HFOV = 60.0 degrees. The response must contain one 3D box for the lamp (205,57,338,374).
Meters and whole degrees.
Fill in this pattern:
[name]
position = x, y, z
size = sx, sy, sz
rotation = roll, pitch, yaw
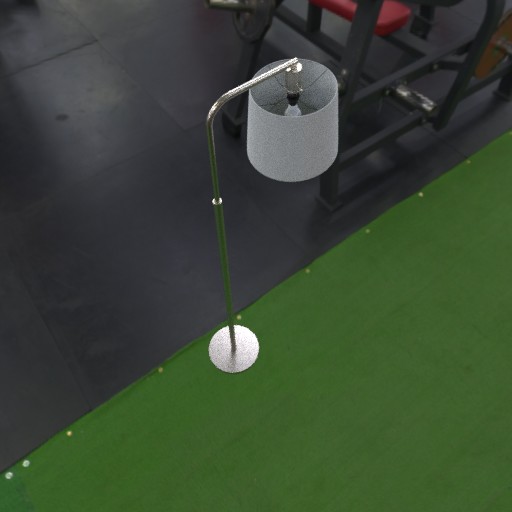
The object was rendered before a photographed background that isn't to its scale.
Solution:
[lamp]
position = 0.000, 0.000, 1.606
size = 0.508, 1.478, 0.254
rotation = -30, 62, -18
